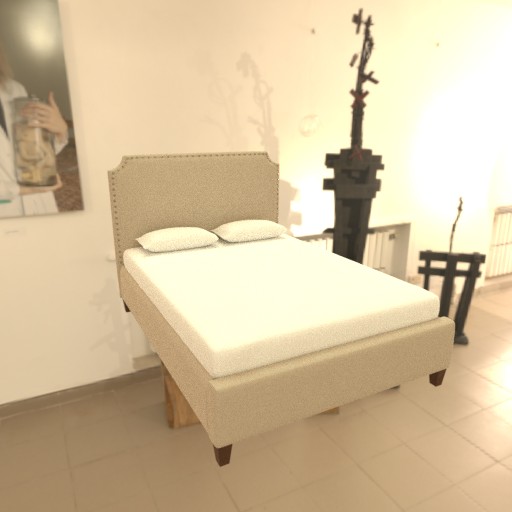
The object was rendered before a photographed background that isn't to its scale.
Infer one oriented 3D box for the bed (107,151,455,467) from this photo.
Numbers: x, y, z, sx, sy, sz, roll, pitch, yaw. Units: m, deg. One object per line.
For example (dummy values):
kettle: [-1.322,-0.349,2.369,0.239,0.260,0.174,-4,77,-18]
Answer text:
bed: [0.000,0.000,3.411,1.713,1.443,2.372,-8,18,-26]
